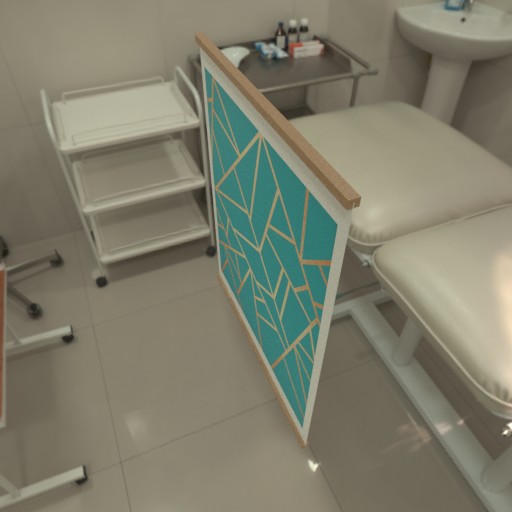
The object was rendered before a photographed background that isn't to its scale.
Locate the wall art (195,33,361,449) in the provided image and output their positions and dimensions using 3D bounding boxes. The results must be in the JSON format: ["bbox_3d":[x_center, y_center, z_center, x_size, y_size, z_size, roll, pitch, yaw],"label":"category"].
[{"bbox_3d":[0.000,0.000,0.669,0.012,0.508,0.405,-17,48,-16],"label":"wall art"}]
